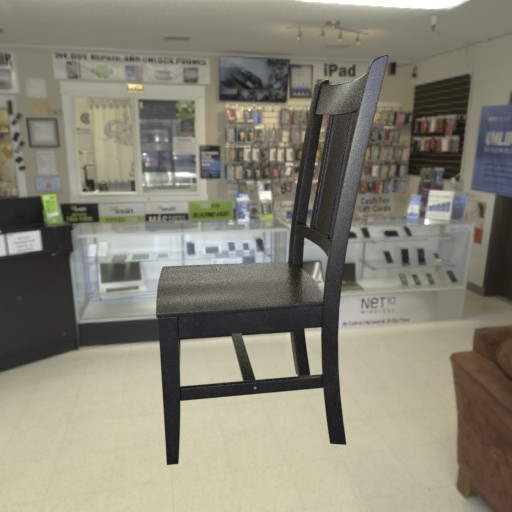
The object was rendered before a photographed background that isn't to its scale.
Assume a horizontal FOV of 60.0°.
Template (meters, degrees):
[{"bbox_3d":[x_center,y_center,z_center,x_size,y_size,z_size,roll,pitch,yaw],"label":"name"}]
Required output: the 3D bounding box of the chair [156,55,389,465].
[{"bbox_3d":[0.000,0.000,1.261,0.555,0.998,0.450,-2,15,-9],"label":"chair"}]
